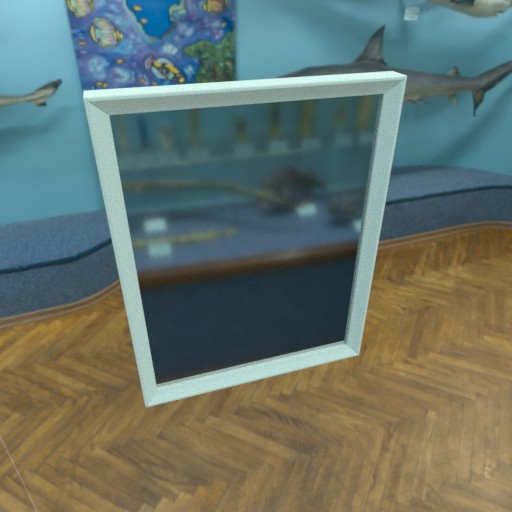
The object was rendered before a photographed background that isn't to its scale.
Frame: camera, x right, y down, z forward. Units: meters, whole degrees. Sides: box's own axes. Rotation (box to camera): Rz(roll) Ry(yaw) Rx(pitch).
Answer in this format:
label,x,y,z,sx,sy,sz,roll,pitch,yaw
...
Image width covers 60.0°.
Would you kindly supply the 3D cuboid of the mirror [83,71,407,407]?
label,x,y,z,sx,sy,sz,roll,pitch,yaw
mirror,0.000,0.000,0.684,0.406,0.509,0.041,-10,34,-15
